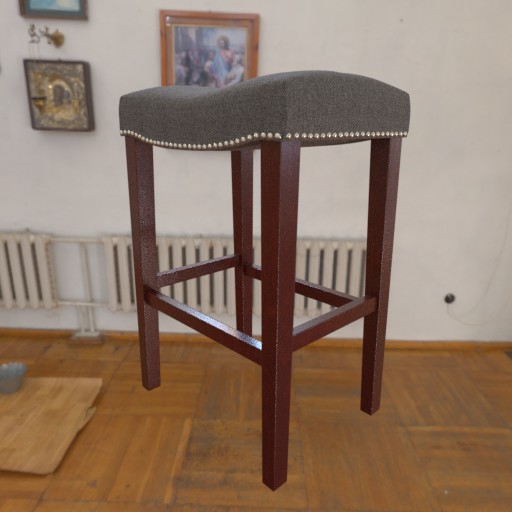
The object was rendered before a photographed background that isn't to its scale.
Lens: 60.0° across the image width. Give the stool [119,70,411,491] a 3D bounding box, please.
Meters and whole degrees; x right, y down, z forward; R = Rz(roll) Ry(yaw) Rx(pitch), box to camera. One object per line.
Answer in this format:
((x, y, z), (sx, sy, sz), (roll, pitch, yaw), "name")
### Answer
((0.000, 0.000, 1.005), (0.372, 0.742, 0.504), (-15, 22, -41), "stool")
